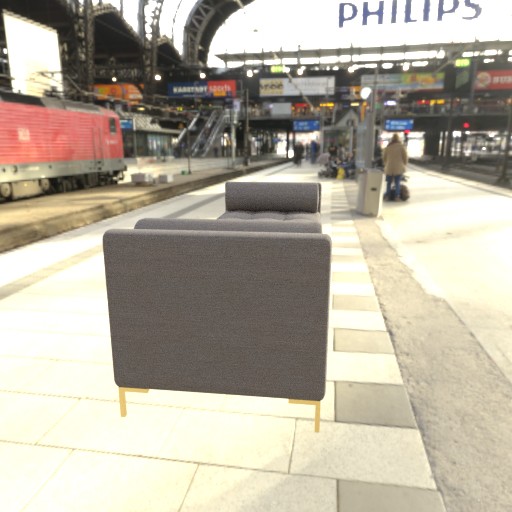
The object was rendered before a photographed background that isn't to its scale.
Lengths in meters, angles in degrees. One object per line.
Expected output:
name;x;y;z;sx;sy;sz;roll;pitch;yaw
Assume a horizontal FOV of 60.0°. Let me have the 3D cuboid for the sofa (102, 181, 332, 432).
sofa;0.000;0.000;2.298;0.686;0.635;1.981;2;14;7
